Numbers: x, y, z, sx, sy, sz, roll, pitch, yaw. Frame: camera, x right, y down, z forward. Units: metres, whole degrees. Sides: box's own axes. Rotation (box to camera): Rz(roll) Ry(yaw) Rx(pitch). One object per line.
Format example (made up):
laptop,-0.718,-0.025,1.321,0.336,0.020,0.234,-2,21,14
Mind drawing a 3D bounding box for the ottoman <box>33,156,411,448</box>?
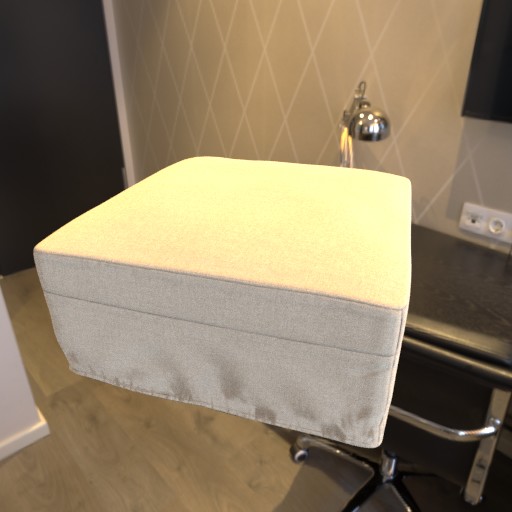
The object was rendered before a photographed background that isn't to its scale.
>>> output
ottoman,0.000,0.000,1.312,0.840,0.436,0.843,8,28,15
